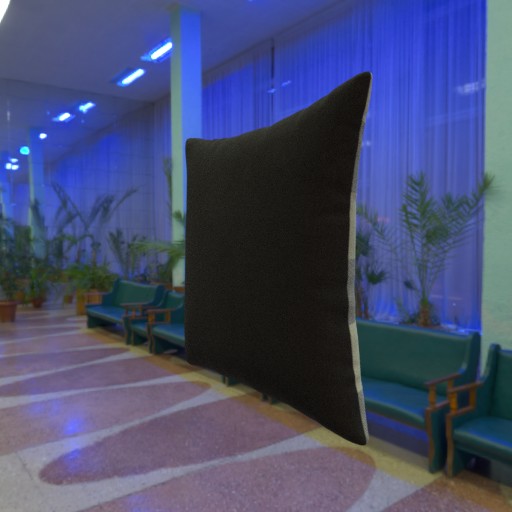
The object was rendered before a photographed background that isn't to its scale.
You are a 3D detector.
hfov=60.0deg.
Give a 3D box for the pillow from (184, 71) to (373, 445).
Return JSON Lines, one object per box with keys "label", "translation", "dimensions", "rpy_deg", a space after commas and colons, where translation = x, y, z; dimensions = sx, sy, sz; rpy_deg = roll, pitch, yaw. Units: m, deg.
{"label": "pillow", "translation": [0.000, 0.000, 0.801], "dimensions": [0.161, 0.509, 0.511], "rpy_deg": [-2, 3, -36]}
